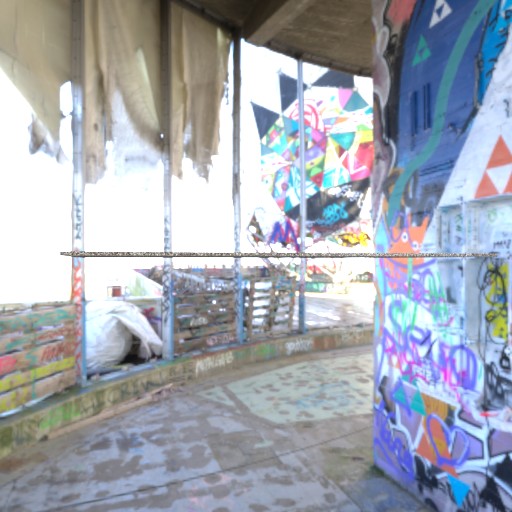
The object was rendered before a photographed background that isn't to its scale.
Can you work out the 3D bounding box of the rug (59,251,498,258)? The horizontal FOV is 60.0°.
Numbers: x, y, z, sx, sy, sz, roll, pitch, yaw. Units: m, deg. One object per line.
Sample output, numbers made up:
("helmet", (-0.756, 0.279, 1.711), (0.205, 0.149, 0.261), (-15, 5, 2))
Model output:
("rug", (0.000, 0.000, 3.944), (3.000, 0.025, 2.401), (0, -1, -19))
